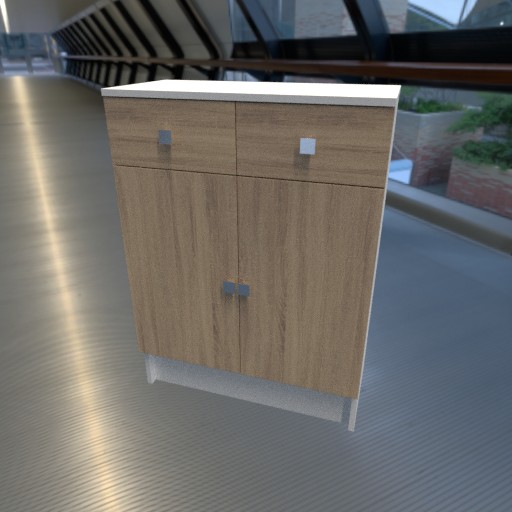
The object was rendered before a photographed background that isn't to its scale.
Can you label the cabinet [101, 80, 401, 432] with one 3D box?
[{"bbox_3d":[0.000,0.000,1.142,0.600,0.815,0.296,8,27,16],"label":"cabinet"}]
